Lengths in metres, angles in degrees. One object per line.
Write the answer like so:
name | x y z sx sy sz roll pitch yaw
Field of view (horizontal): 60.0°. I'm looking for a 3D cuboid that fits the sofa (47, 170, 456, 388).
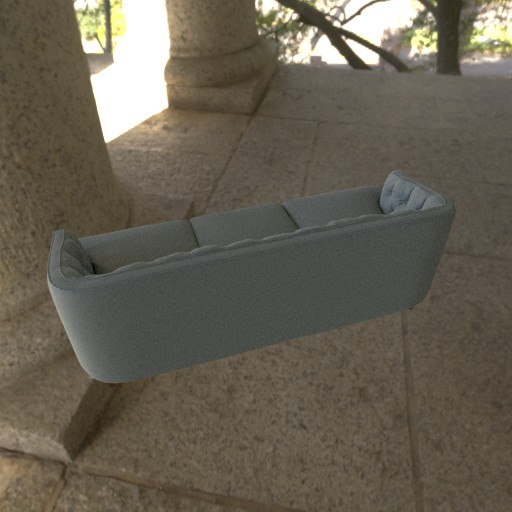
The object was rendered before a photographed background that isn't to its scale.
sofa | 0.000 0.000 2.737 2.278 0.855 0.941 -12 42 -14
